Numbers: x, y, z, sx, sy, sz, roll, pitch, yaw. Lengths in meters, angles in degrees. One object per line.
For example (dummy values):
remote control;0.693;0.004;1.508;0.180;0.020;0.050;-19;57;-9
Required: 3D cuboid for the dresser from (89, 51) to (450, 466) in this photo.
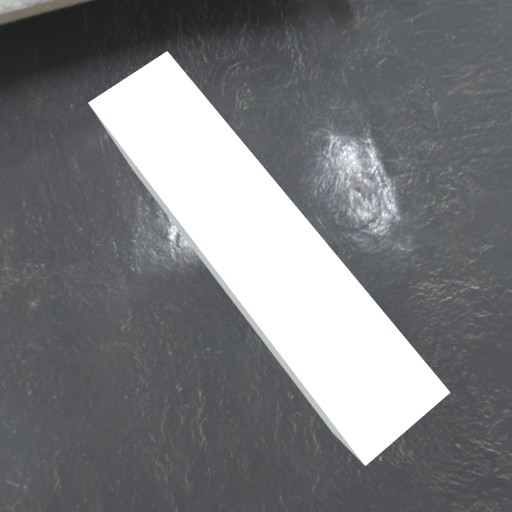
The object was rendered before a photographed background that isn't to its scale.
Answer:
dresser;0.000;0.000;2.550;0.500;0.840;2.200;-37;80;-8
